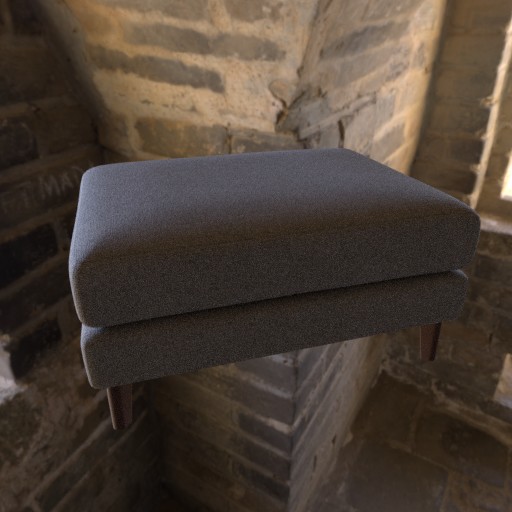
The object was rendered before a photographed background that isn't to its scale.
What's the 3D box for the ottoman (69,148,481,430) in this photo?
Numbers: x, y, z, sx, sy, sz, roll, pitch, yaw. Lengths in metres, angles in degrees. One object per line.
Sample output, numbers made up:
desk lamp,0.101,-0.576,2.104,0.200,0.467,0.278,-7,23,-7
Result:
ottoman,0.000,0.000,1.139,0.821,0.441,0.611,-8,27,-15
